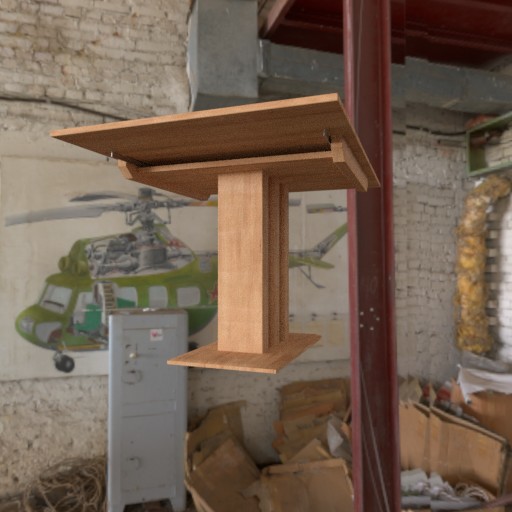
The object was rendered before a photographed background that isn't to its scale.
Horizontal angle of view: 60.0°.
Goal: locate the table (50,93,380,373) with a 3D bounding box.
[{"bbox_3d":[0.000,0.000,1.838,0.900,0.770,1.300,0,-1,20],"label":"table"}]
